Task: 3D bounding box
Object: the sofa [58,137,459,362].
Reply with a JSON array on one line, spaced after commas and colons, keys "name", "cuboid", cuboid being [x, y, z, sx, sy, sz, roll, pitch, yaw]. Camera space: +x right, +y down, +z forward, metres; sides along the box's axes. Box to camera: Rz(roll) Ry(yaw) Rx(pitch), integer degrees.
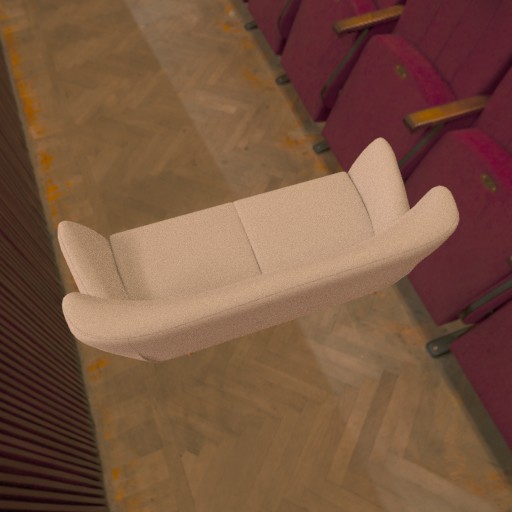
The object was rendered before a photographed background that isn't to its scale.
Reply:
[{"name": "sofa", "cuboid": [0.000, 0.000, 2.423, 1.930, 0.890, 0.899, -17, 60, -10]}]
